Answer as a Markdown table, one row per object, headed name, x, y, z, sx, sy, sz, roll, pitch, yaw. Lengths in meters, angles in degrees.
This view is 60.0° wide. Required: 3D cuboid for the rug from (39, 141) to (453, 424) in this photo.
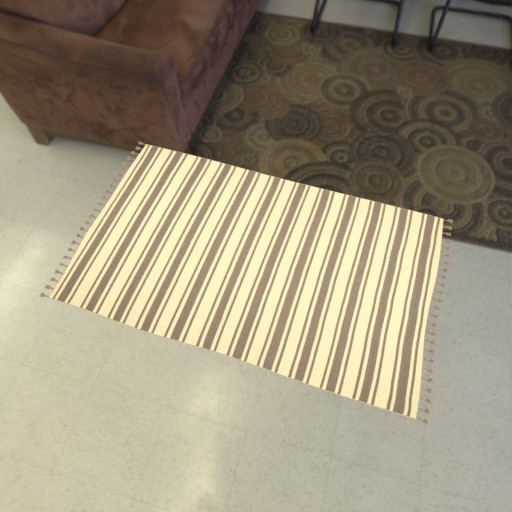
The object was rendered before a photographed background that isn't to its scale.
| name | x | y | z | sx | sy | sz | roll | pitch | yaw |
| --- | --- | --- | --- | --- | --- | --- | --- | --- | --- |
| rug | 0.000 | 0.000 | 2.520 | 2.096 | 0.011 | 1.229 | 16 | 60 | 10 |
